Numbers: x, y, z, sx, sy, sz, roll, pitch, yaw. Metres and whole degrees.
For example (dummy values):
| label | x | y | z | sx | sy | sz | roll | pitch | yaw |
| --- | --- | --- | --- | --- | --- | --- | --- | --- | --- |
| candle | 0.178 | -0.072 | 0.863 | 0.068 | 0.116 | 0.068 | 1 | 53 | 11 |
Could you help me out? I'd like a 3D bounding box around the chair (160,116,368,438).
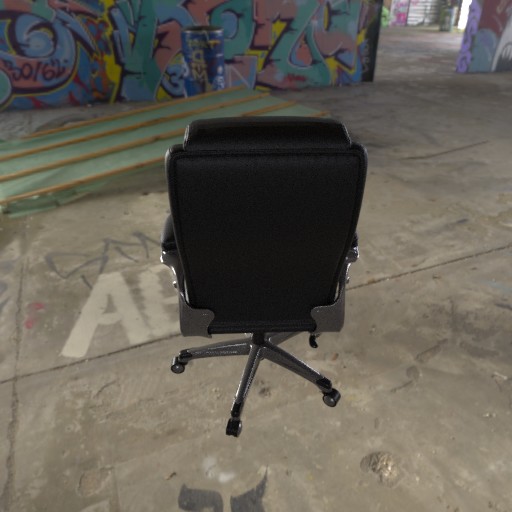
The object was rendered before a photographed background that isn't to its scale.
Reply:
| label | x | y | z | sx | sy | sz | roll | pitch | yaw |
| --- | --- | --- | --- | --- | --- | --- | --- | --- | --- |
| chair | 0.000 | 0.000 | 1.663 | 0.741 | 1.167 | 0.784 | -1 | 31 | -2 |
